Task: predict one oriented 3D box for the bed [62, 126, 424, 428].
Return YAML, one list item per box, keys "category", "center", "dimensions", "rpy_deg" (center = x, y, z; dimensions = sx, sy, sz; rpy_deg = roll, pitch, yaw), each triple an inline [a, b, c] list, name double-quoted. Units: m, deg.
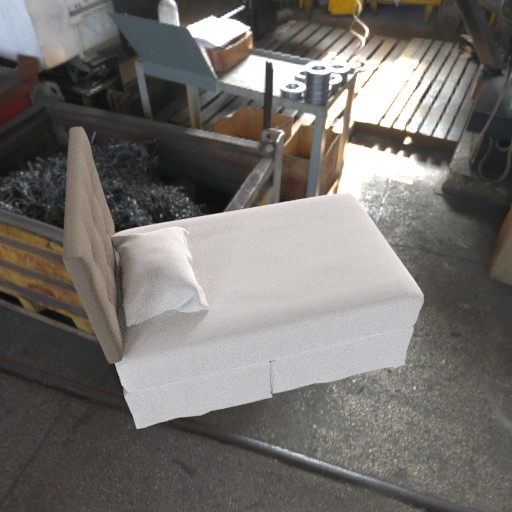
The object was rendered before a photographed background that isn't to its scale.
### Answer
- category: "bed"
  center: [0.000, 0.000, 2.946]
  dimensions: [1.997, 1.571, 1.261]
  rpy_deg: [-11, 46, -11]
